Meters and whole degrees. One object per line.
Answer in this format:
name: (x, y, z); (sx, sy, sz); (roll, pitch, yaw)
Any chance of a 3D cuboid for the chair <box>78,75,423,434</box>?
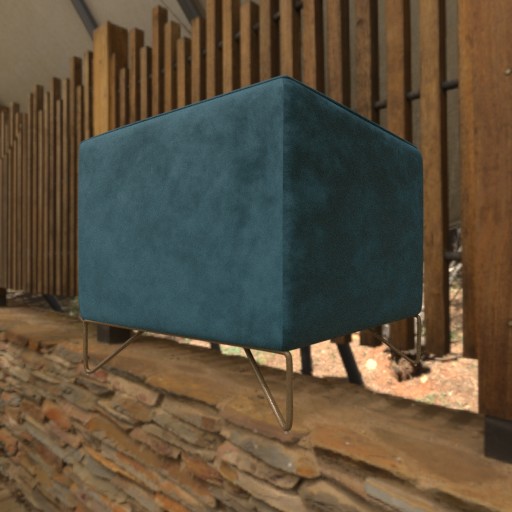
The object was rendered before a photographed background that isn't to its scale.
chair: (0.000, 0.000, 1.552); (0.894, 0.790, 0.880); (0, -1, 39)
